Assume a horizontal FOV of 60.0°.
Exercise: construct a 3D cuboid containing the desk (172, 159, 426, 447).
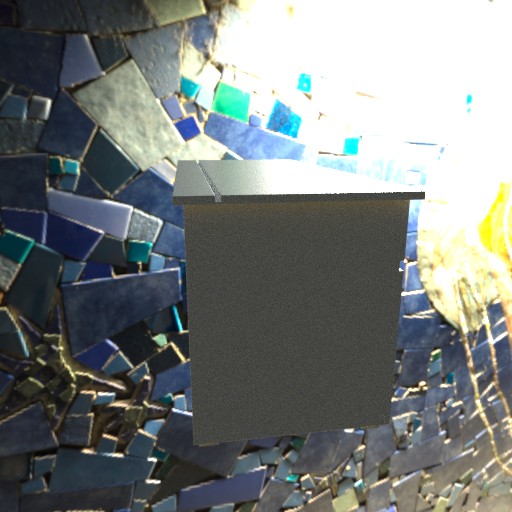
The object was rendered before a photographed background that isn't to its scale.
[{"bbox_3d":[0.000,0.000,1.989,0.670,0.760,1.580,-2,16,-9],"label":"desk"}]
